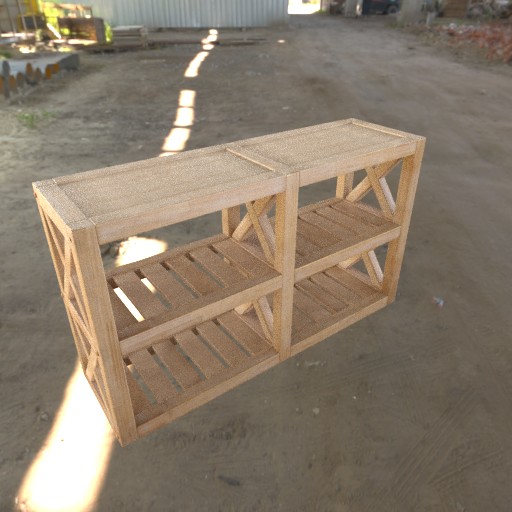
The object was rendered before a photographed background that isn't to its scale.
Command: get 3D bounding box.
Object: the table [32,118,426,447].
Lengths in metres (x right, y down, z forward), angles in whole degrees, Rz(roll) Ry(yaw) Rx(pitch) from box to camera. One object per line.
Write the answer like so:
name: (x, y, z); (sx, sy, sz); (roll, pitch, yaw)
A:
table: (0.000, 0.000, 1.658); (1.320, 0.762, 0.381); (-20, 36, -30)
